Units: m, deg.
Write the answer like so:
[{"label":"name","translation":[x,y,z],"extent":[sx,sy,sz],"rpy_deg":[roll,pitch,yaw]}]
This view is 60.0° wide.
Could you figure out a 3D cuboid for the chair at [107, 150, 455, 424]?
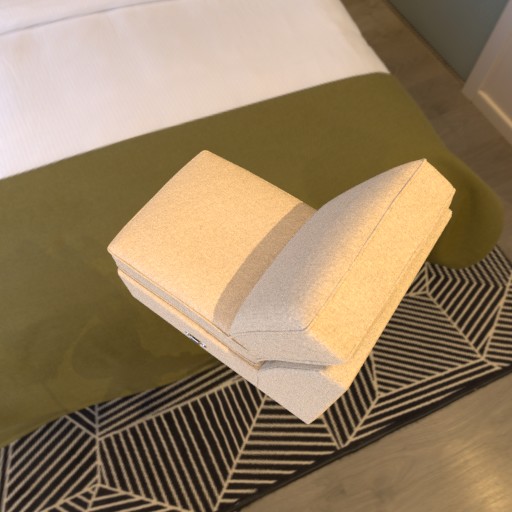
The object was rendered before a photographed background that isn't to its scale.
[{"label":"chair","translation":[0.000,0.000,1.679],"extent":[1.020,1.058,0.674],"rpy_deg":[32,67,15]}]
